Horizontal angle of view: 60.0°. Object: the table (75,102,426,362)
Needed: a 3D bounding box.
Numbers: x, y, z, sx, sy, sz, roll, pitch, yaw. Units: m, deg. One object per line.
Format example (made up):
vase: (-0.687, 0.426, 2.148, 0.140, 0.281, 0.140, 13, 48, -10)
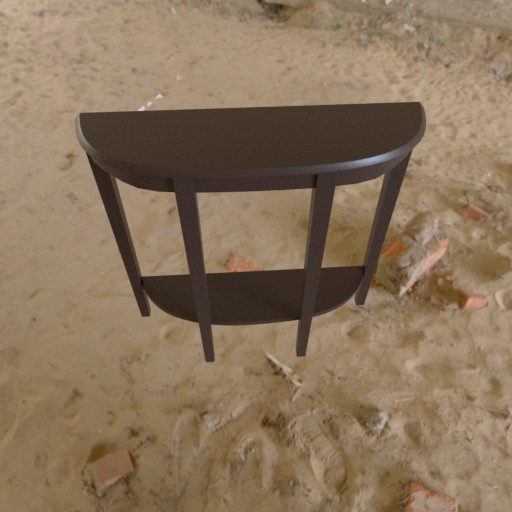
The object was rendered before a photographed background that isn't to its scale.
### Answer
table: (0.000, 0.000, 1.351, 0.909, 0.831, 0.274, -3, 47, -3)
